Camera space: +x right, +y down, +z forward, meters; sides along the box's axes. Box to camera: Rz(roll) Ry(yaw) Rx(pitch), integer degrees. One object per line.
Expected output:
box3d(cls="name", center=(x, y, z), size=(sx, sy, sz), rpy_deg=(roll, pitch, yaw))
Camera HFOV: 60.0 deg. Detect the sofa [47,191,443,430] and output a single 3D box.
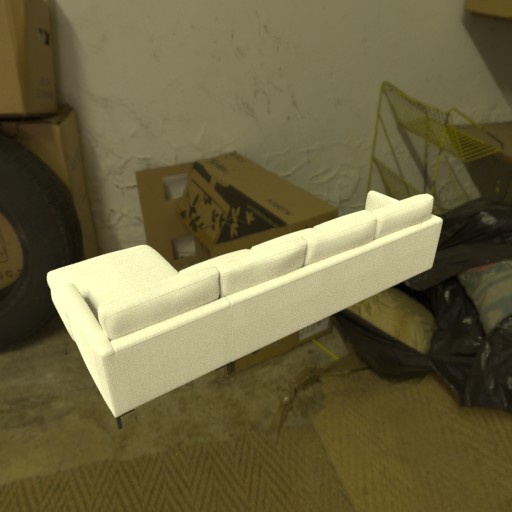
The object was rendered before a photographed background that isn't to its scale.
box3d(cls="sofa", center=(0.000, 0.000, 2.972), size=(2.445, 0.677, 1.126), rpy_deg=(-19, 35, -29))
